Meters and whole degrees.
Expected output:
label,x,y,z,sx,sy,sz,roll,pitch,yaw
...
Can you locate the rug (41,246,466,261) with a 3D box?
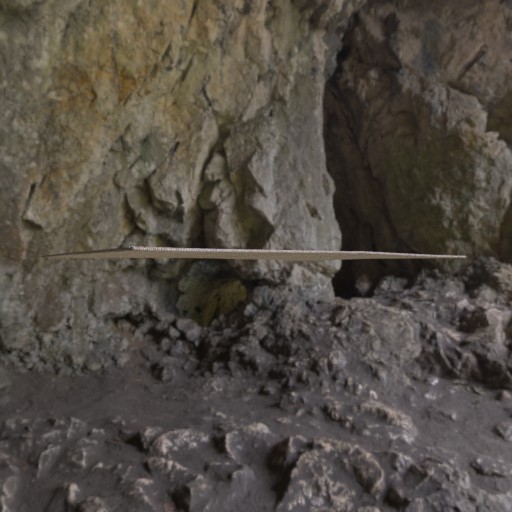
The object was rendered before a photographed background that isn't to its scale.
label,x,y,z,sx,sy,sz,roll,pitch,yaw
rug,0.000,0.000,2.893,2.283,0.030,1.596,1,-2,-36
